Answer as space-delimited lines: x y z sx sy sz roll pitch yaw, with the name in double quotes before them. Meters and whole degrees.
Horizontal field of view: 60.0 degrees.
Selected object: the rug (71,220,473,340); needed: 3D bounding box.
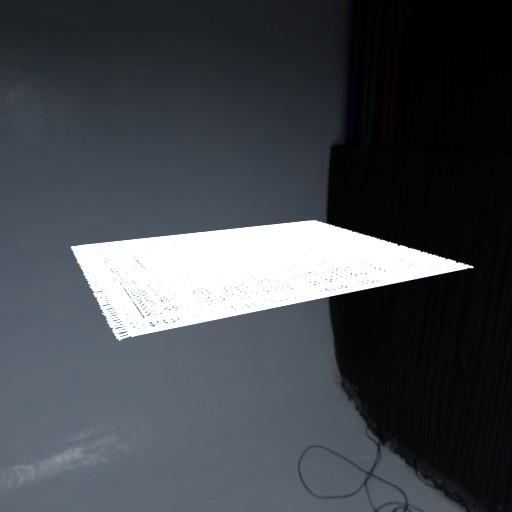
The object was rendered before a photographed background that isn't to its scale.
"rug" 0.000 0.000 4.043 2.940 0.013 2.312 -8 17 -27
